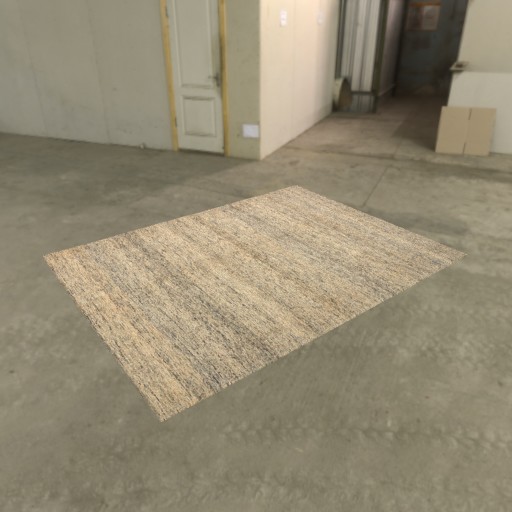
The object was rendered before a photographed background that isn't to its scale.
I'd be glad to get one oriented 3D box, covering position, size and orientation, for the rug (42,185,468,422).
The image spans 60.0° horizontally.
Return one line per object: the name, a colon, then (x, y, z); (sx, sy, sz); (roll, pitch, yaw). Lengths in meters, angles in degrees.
rug: (0.000, 0.000, 4.170); (3.199, 0.036, 2.414); (-20, 35, -32)
